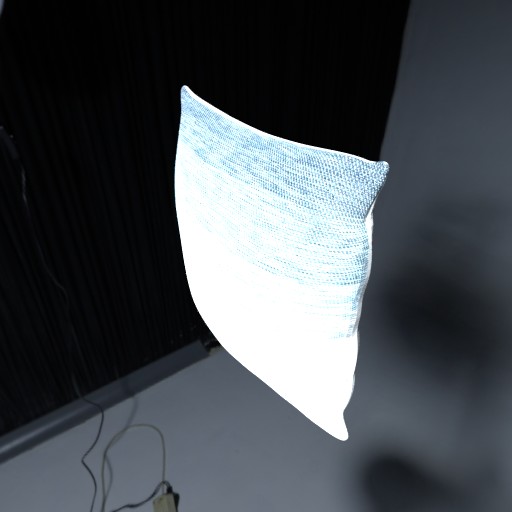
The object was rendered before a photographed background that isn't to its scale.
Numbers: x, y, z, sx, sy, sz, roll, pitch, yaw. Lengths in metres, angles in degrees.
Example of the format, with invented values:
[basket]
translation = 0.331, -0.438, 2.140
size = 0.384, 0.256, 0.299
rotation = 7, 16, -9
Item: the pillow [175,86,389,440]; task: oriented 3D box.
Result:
[pillow]
translation = 0.000, 0.000, 0.689
size = 0.182, 0.441, 0.440
rotation = -20, 37, -29
